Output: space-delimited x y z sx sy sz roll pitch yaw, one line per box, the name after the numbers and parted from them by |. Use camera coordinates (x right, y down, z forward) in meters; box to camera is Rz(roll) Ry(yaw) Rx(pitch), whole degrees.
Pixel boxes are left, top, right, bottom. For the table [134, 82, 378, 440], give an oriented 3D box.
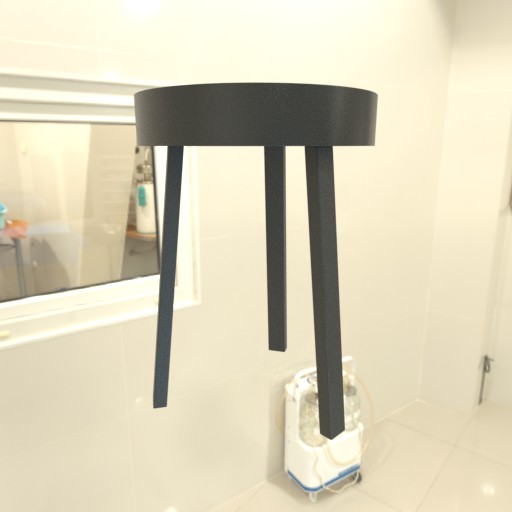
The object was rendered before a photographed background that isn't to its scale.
0.000 0.000 0.831 0.406 0.559 0.406 0 14 0 | table
